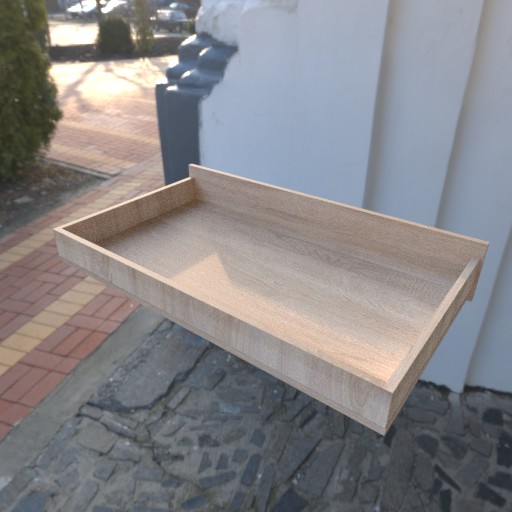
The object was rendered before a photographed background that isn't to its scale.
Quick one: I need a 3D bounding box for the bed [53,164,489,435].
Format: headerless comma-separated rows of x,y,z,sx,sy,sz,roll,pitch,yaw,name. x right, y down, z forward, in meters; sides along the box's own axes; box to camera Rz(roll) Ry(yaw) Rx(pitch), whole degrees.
0.000,0.000,1.424,1.200,0.209,0.685,21,35,32,bed
